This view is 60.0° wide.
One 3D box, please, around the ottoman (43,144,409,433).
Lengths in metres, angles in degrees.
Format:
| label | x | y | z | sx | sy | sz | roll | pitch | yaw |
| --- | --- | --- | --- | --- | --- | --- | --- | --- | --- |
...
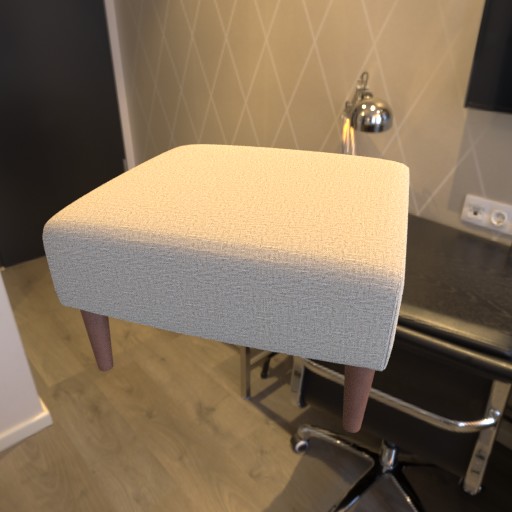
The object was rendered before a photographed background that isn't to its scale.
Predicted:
| label | x | y | z | sx | sy | sz | roll | pitch | yaw |
| --- | --- | --- | --- | --- | --- | --- | --- | --- | --- |
| ottoman | 0.000 | 0.000 | 1.056 | 0.650 | 0.398 | 0.649 | 9 | 29 | 16 |
